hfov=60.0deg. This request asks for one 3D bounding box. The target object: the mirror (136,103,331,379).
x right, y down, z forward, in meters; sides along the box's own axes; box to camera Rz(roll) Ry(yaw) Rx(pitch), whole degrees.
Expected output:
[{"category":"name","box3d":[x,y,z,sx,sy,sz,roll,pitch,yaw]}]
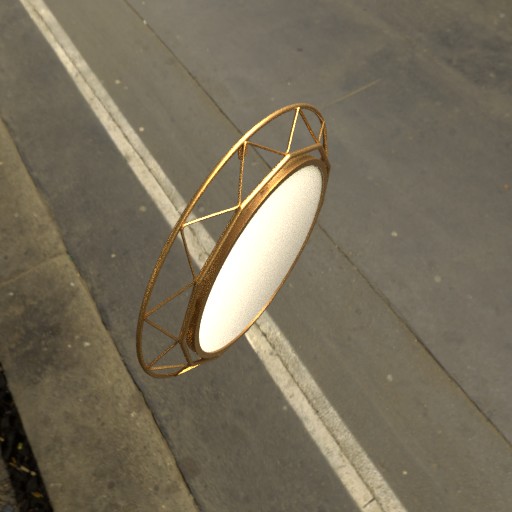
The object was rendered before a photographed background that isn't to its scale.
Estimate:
[{"category":"mirror","box3d":[0.000,0.000,0.668,0.043,0.454,0.454,32,64,18]}]
